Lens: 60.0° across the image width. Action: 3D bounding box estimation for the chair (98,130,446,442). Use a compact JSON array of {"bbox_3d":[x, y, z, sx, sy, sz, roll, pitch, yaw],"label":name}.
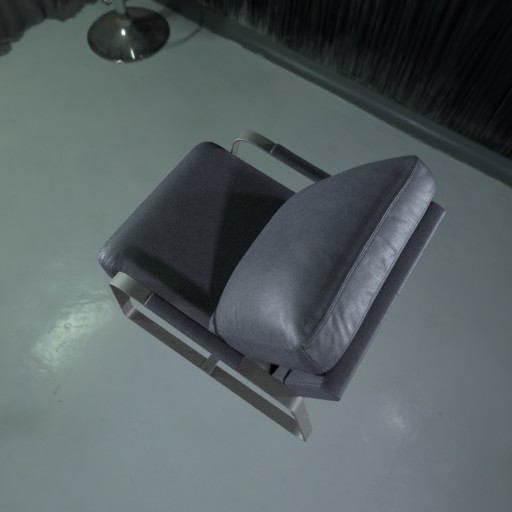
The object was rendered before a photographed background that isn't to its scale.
[{"bbox_3d":[0.000,0.000,1.425,0.878,0.839,0.692,31,68,14],"label":"chair"}]
